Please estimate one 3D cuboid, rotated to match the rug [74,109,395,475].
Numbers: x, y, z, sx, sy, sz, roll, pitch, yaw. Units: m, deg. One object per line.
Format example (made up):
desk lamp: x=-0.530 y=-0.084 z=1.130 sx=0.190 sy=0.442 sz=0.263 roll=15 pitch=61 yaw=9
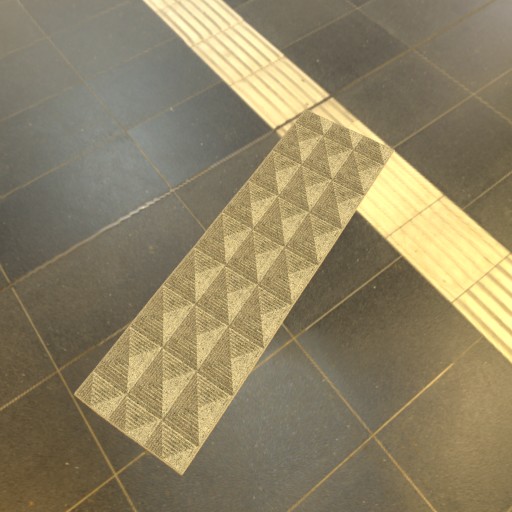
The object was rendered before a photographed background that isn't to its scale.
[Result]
rug: x=0.000 y=0.000 z=2.430 sx=0.645 sy=0.015 sz=2.182 roll=30 pitch=67 yaw=14
